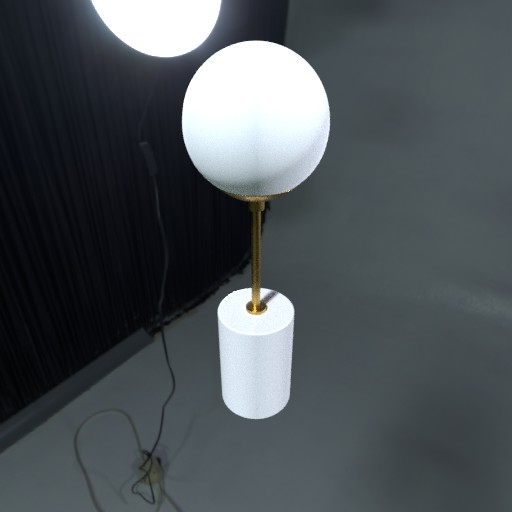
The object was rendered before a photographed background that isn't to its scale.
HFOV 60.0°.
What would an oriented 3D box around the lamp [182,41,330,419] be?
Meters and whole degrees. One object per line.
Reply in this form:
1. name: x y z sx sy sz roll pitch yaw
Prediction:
1. lamp: 0.000 0.000 0.549 0.153 0.480 0.153 0 31 0
